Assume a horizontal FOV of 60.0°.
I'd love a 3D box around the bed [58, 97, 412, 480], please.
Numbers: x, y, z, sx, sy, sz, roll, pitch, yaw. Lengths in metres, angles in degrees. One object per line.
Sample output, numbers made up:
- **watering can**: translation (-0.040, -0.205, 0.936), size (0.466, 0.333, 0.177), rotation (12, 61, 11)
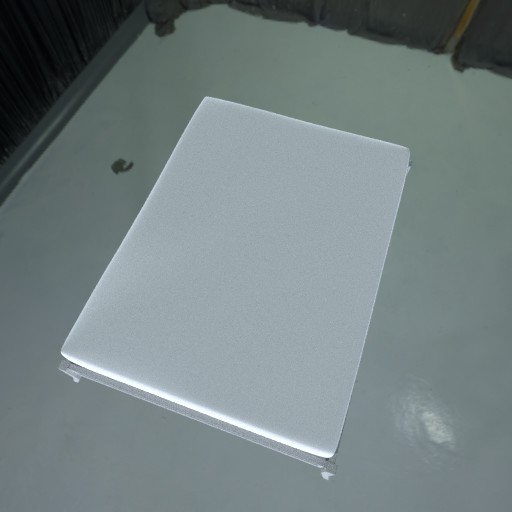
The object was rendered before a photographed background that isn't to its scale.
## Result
- **bed**: translation (0.000, 0.000, 2.800), size (1.604, 0.510, 2.108), rotation (18, 64, 9)
